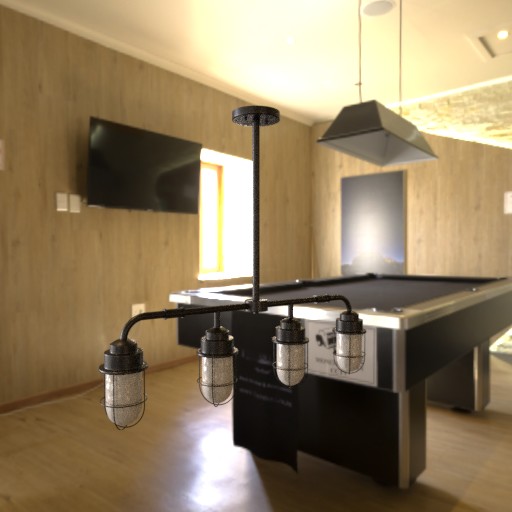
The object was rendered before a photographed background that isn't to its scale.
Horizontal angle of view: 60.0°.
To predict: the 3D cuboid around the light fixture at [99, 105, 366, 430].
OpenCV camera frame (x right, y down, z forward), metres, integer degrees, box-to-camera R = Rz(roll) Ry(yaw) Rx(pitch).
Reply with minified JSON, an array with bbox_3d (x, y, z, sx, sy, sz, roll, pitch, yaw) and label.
[{"bbox_3d":[0.000,0.000,1.227,0.852,0.785,0.131,-1,2,-35],"label":"light fixture"}]
